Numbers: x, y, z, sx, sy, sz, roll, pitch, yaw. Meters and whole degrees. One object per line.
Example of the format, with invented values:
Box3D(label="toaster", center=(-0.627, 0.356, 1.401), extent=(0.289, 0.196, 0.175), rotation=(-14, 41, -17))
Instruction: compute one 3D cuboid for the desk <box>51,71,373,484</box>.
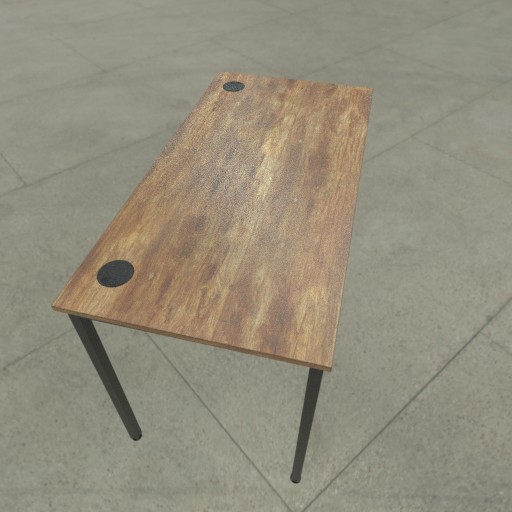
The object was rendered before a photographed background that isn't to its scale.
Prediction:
Box3D(label="desk", center=(0.000, 0.000, 1.564), extent=(0.600, 0.749, 1.200), rotation=(10, 47, 10))
